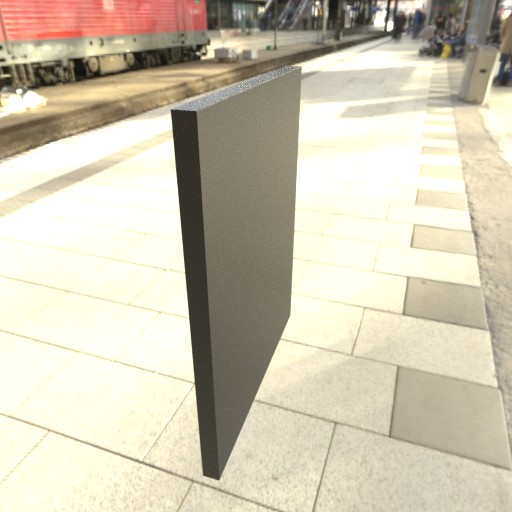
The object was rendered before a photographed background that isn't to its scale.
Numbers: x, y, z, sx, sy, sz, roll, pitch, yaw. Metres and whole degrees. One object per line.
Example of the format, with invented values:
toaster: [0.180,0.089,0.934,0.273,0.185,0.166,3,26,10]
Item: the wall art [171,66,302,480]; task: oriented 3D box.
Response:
wall art: [0.000,0.000,0.754,0.028,0.557,0.457,9,30,16]
